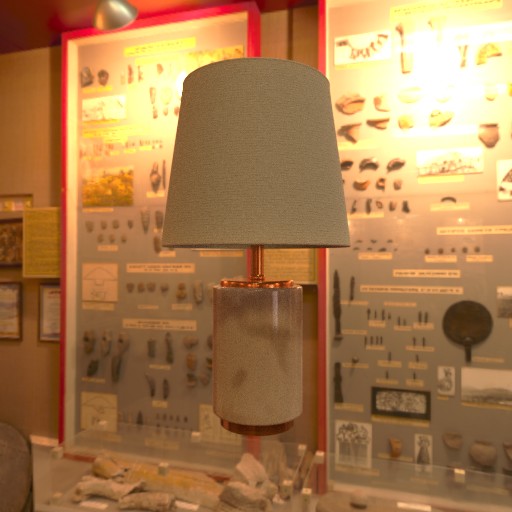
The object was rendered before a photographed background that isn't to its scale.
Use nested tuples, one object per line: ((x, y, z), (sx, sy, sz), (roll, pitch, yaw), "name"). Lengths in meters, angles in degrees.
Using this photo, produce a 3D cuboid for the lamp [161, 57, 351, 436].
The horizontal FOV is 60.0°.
((0.000, 0.000, 0.452), (0.189, 0.340, 0.189), (0, 0, 0), "lamp")
